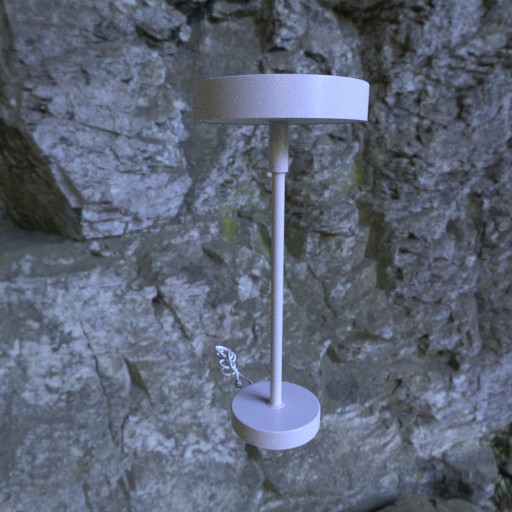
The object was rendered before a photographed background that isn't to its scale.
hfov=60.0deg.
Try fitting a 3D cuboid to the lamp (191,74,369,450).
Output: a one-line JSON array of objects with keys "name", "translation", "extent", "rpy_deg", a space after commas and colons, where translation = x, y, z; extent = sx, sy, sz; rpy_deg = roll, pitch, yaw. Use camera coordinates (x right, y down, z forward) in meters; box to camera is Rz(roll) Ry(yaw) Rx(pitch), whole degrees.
[{"name": "lamp", "translation": [0.000, 0.000, 0.703], "extent": [0.229, 0.508, 0.369], "rpy_deg": [-7, 16, -25]}]
